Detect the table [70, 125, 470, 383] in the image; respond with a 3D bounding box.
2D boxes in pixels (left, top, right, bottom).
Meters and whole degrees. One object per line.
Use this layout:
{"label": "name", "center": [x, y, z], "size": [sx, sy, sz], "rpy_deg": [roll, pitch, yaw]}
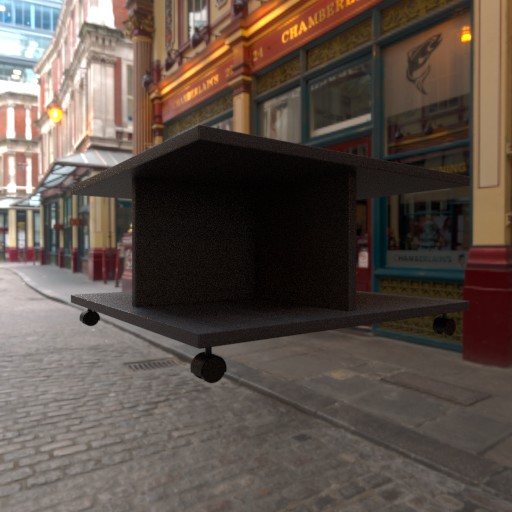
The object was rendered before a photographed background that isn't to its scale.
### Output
{"label": "table", "center": [0.000, 0.000, 1.187], "size": [0.762, 0.396, 0.762], "rpy_deg": [0, 0, -36]}
